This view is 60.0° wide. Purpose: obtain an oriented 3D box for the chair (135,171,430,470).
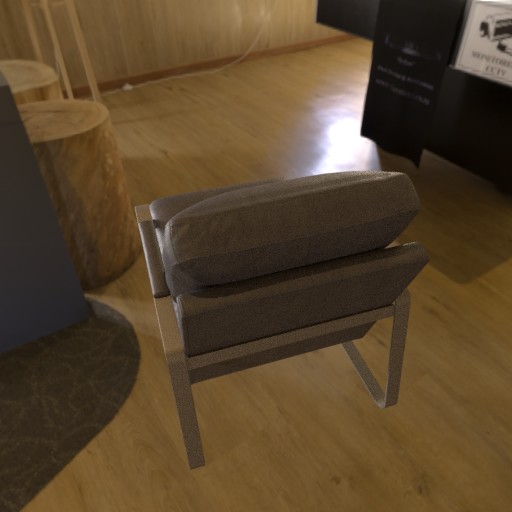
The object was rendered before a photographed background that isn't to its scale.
[{"bbox_3d":[0.000,0.000,1.451,0.692,0.839,0.878,-12,42,-14],"label":"chair"}]
